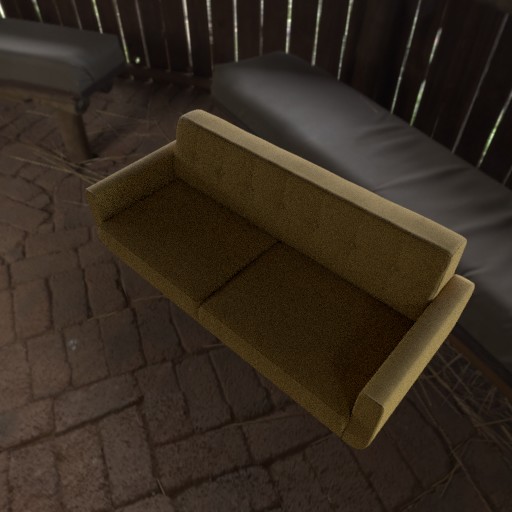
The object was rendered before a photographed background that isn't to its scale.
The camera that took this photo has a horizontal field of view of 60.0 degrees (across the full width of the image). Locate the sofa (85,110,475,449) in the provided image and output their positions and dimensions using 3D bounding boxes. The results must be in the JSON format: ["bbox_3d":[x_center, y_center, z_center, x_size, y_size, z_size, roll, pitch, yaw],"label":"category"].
[{"bbox_3d":[0.000,0.000,2.465,2.029,0.841,0.909,33,55,28],"label":"sofa"}]
